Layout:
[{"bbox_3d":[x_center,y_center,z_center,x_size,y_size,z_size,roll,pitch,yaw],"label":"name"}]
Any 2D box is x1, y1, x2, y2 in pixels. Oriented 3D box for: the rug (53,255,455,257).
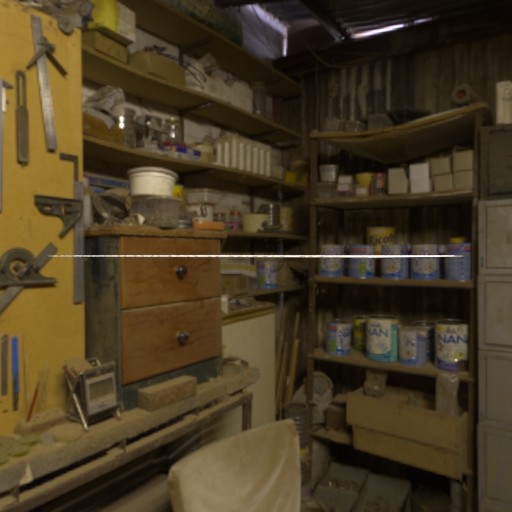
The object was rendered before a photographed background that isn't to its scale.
[{"bbox_3d":[0.000,0.000,4.240,3.196,0.007,2.354,0,0,36],"label":"rug"}]
